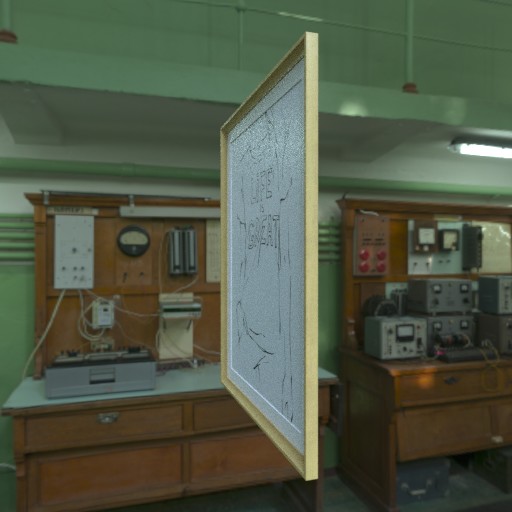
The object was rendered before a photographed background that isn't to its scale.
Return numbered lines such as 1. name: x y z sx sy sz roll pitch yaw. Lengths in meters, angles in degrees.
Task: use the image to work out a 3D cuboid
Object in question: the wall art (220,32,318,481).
1. wall art: 0.000 0.000 1.372 0.030 1.002 0.798 0 0 -18
